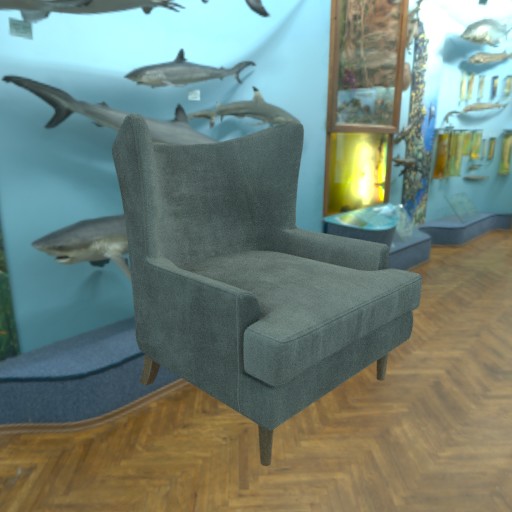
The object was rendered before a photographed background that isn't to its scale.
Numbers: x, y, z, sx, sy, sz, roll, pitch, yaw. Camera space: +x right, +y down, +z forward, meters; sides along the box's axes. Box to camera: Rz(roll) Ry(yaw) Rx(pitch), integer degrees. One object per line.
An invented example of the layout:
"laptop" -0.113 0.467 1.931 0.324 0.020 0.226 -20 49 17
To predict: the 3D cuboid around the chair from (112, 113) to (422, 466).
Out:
"chair" 0.000 0.000 1.575 0.906 0.950 0.784 14 20 43
